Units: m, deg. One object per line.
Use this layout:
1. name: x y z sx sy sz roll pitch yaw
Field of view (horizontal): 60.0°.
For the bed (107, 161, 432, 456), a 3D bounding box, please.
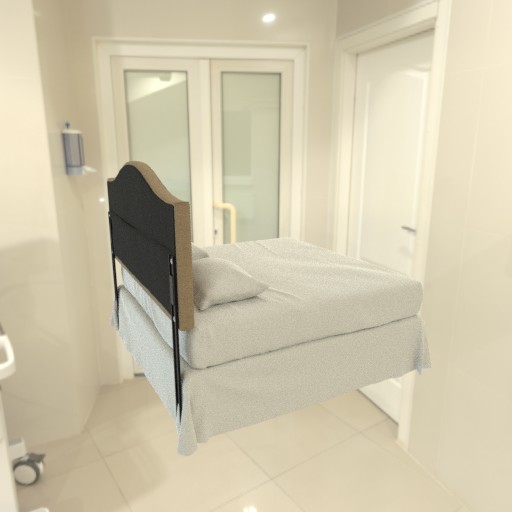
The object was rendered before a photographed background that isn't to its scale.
1. bed: 0.000 0.000 3.849 2.222 1.651 2.311 -8 16 -27
